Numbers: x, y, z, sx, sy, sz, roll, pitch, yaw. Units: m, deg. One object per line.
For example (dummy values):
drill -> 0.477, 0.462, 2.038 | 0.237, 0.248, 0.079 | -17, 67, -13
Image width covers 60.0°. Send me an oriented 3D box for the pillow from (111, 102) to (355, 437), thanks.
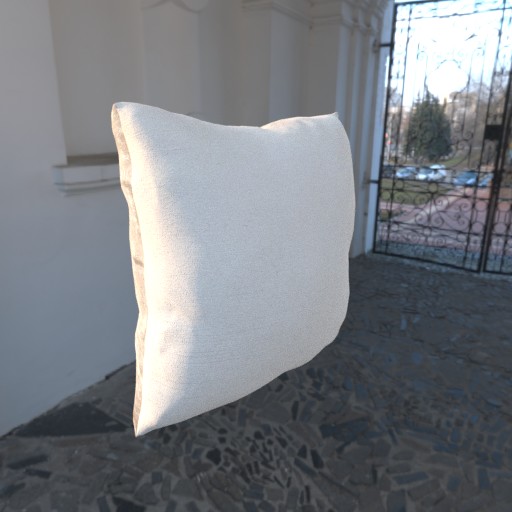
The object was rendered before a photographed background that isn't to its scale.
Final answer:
pillow -> 0.000, 0.000, 0.702 | 0.450, 0.448, 0.245 | -15, 22, -42
